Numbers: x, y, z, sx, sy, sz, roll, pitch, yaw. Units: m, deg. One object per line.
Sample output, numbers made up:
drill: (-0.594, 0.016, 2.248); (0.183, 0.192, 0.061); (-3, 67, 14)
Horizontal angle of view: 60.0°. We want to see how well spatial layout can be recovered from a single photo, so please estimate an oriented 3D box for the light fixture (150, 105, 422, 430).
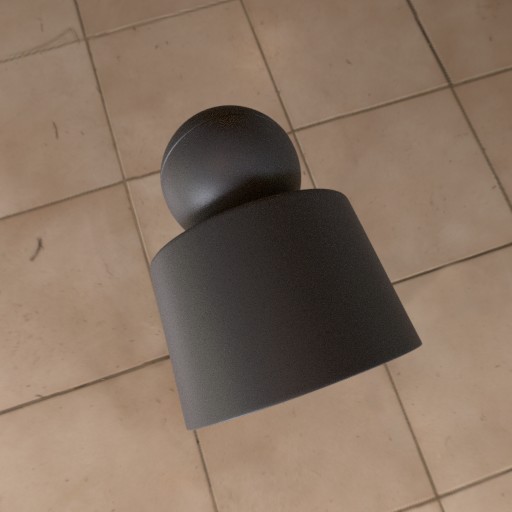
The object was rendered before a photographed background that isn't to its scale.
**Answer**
light fixture: (0.000, 0.000, 0.269); (0.134, 0.143, 0.160); (-19, 76, -5)
